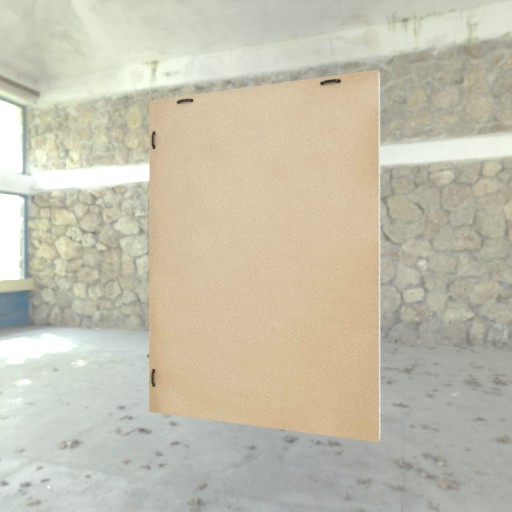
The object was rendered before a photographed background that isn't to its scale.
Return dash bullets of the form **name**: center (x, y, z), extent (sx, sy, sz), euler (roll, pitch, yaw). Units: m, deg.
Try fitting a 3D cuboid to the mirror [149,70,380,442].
- **mirror**: center (0.000, 0.000, 0.942), extent (0.507, 0.710, 0.039), euler (0, 0, 19)
